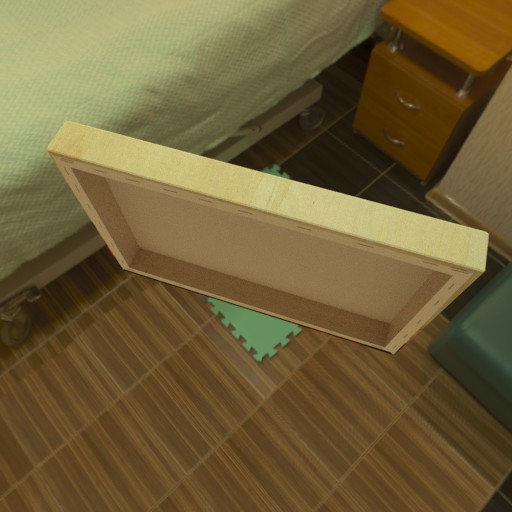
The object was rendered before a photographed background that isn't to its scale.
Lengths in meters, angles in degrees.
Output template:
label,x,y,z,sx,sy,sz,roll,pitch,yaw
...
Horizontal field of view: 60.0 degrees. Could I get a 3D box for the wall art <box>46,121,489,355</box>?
label,x,y,z,sx,sy,sz,roll,pitch,yaw
wall art,0.000,0.000,0.487,0.383,0.251,0.037,16,64,8
